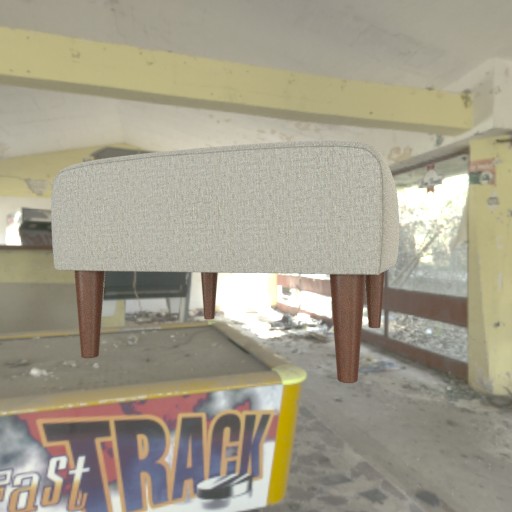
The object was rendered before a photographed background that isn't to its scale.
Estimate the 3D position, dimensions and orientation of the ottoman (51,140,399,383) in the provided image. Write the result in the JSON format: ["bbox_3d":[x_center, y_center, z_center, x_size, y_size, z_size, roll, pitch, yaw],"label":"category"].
[{"bbox_3d":[0.000,0.000,1.057,0.648,0.399,0.655,0,0,19],"label":"ottoman"}]
